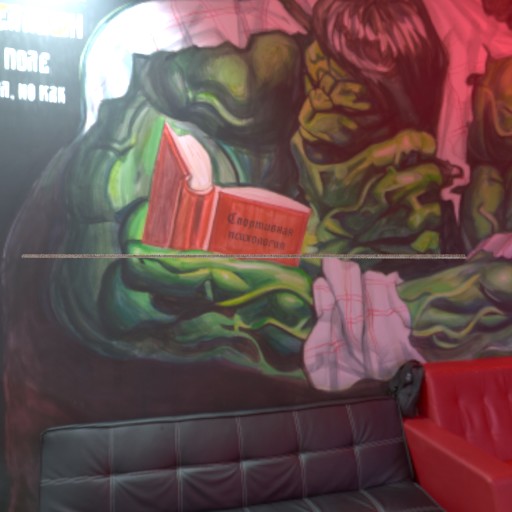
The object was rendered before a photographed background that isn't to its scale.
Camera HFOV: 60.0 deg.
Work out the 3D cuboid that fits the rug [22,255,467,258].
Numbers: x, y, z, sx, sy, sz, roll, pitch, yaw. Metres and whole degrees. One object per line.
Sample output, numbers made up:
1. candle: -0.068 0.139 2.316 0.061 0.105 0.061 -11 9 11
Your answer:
1. rug: 0.000 0.000 2.863 2.280 0.015 1.521 0 0 18
